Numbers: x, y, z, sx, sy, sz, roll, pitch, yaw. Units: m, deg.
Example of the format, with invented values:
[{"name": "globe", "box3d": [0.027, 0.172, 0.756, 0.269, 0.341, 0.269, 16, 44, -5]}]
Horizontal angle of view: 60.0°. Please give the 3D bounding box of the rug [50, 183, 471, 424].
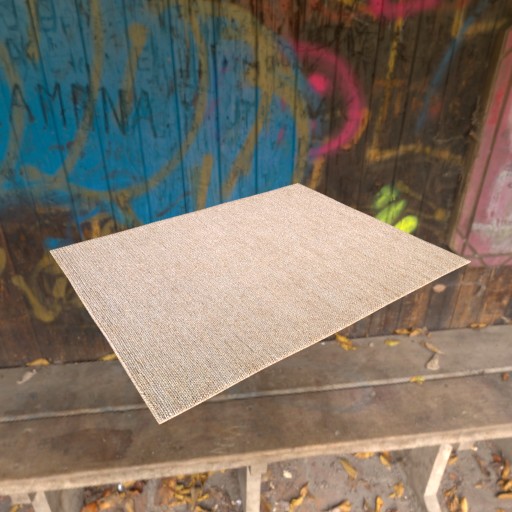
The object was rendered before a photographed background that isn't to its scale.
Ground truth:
[{"name": "rug", "box3d": [0.000, 0.000, 4.067, 3.034, 0.012, 2.406, -20, 35, -30]}]
